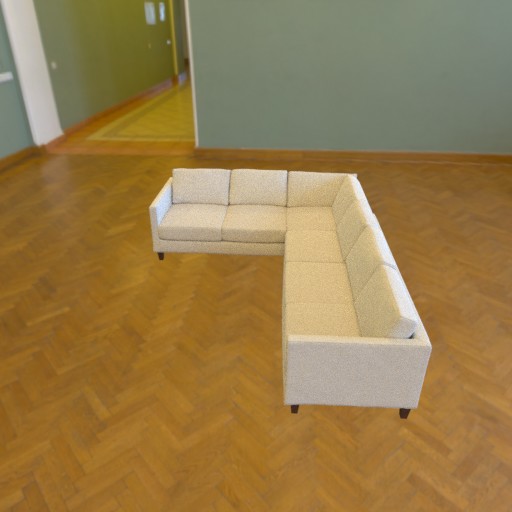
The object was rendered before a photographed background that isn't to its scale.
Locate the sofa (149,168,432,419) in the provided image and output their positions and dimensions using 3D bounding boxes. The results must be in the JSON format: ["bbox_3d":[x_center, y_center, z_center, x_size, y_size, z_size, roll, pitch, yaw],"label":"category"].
[{"bbox_3d":[0.000,0.000,4.358,2.432,0.863,3.182,2,29,3],"label":"sofa"}]
